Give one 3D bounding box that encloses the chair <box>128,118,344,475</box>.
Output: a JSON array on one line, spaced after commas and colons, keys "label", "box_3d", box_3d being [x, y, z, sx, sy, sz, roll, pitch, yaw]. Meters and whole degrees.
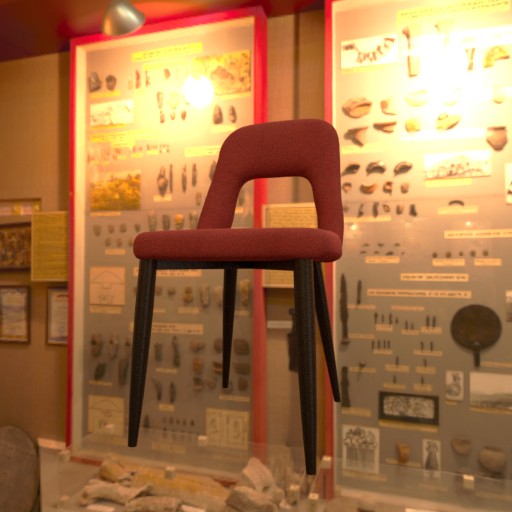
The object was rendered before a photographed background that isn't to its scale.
[{"label": "chair", "box_3d": [0.000, 0.000, 1.213, 0.483, 0.892, 0.569, 0, -1, 19]}]
